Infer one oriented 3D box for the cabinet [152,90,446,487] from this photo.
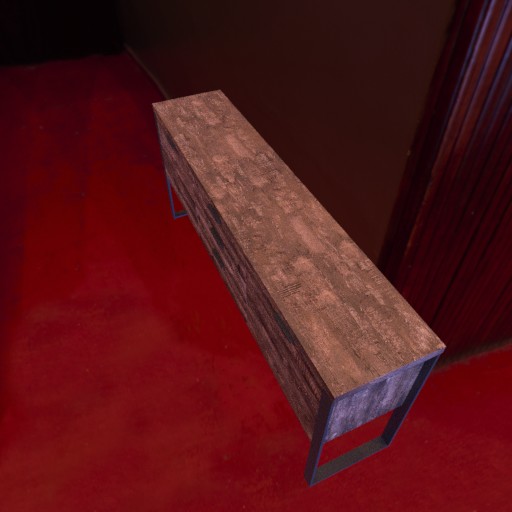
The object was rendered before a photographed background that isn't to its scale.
[{"bbox_3d":[0.000,0.000,2.080,0.395,0.762,1.800,-18,49,-17],"label":"cabinet"}]
